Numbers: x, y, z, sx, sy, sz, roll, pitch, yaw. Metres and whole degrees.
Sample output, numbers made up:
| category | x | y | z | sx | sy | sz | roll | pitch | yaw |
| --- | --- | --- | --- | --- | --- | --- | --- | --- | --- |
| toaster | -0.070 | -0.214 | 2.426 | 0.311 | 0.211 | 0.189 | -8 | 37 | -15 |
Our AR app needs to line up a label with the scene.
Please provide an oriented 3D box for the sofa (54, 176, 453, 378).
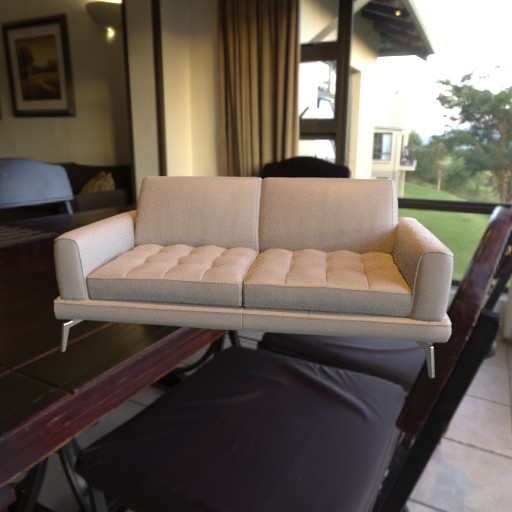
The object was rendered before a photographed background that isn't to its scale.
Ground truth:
| category | x | y | z | sx | sy | sz | roll | pitch | yaw |
| --- | --- | --- | --- | --- | --- | --- | --- | --- | --- |
| sofa | 0.000 | 0.000 | 2.796 | 2.177 | 0.930 | 1.121 | 2 | 15 | 9 |
